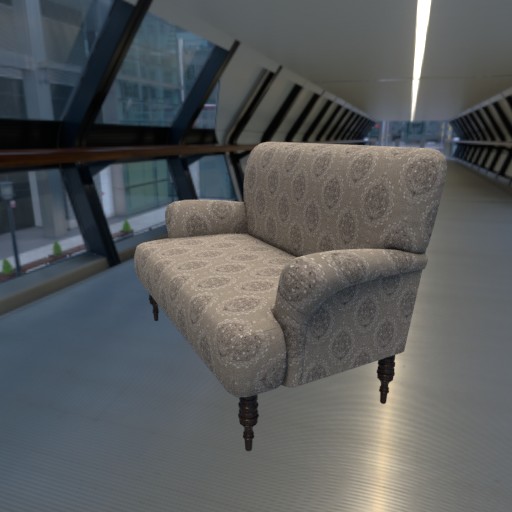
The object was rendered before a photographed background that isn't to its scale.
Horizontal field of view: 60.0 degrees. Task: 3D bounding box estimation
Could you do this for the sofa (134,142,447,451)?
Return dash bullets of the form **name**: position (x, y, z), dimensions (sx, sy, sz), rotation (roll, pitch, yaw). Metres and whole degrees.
- **sofa**: position (0.000, 0.000, 1.833), dimensions (0.779, 0.889, 1.297), rotation (-8, 18, -26)
